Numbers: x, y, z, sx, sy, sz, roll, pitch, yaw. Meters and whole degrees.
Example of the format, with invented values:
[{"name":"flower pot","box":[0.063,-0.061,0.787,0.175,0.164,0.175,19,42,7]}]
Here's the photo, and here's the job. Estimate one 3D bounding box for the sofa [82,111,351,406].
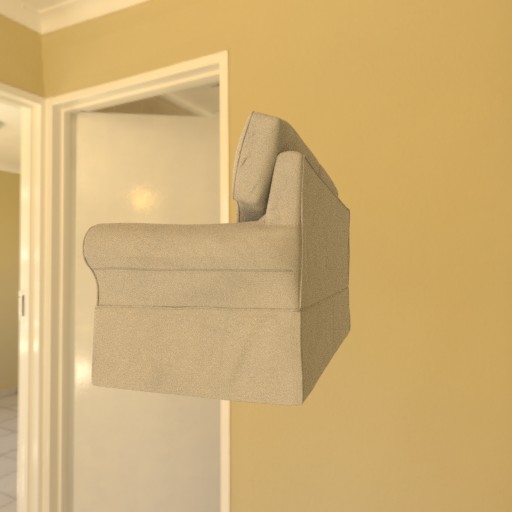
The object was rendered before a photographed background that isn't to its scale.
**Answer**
[{"name":"sofa","box":[0.000,0.000,2.369,0.841,1.024,1.823,0,-1,17]}]
